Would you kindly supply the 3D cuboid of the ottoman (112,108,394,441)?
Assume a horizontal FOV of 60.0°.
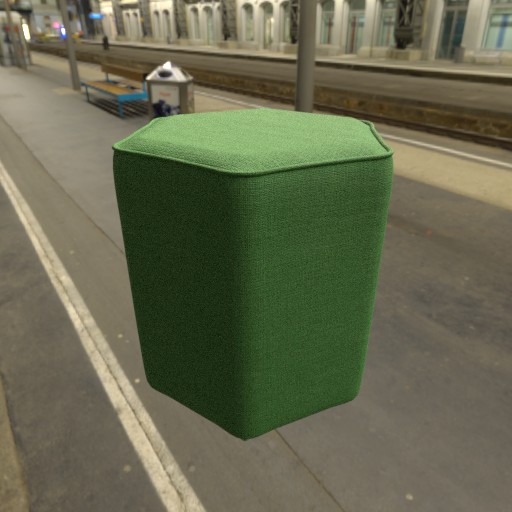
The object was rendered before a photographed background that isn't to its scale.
[{"bbox_3d":[0.000,0.000,0.885,0.499,0.507,0.444,18,32,31],"label":"ottoman"}]
